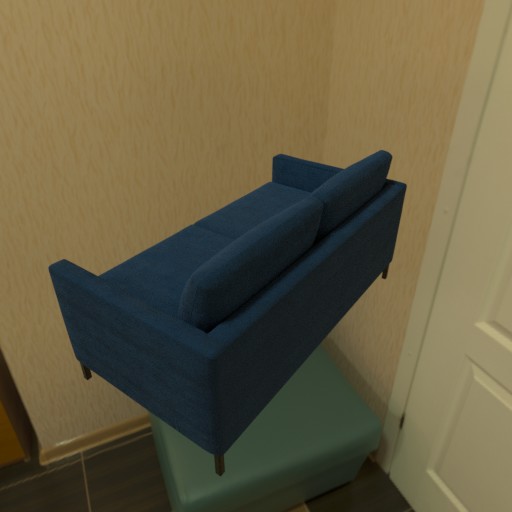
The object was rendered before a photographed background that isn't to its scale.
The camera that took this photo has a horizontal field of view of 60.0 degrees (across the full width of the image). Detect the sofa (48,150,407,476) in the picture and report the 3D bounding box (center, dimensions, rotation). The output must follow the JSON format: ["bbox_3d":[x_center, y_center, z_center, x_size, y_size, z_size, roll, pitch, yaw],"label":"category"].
[{"bbox_3d":[0.000,0.000,2.194,0.875,0.817,1.676,21,37,30],"label":"sofa"}]
